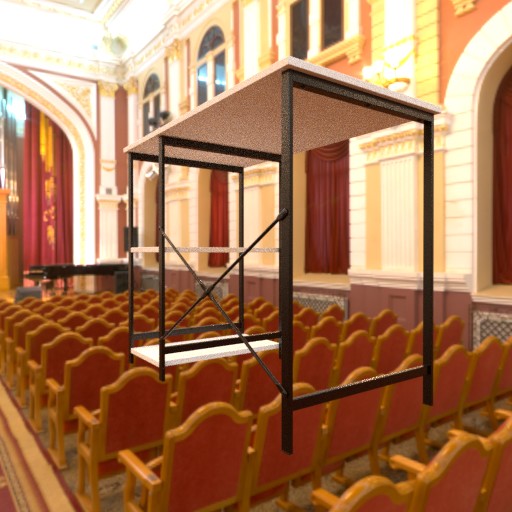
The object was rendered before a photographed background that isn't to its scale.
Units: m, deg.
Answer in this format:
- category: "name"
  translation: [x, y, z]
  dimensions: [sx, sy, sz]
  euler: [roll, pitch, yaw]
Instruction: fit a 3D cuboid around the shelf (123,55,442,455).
- category: "shelf"
  translation: [0.000, 0.000, 1.333]
  dimensions: [0.498, 0.750, 0.902]
  euler: [0, 1, -36]
